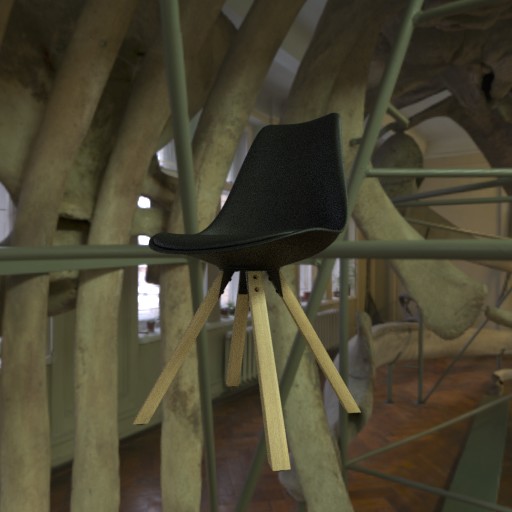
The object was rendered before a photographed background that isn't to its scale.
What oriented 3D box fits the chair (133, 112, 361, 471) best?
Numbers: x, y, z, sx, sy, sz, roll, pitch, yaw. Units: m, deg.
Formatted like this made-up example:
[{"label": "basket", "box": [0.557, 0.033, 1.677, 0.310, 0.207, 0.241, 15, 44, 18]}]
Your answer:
[{"label": "chair", "box": [0.000, 0.000, 1.184, 0.485, 0.850, 0.549, 0, 1, 35]}]
